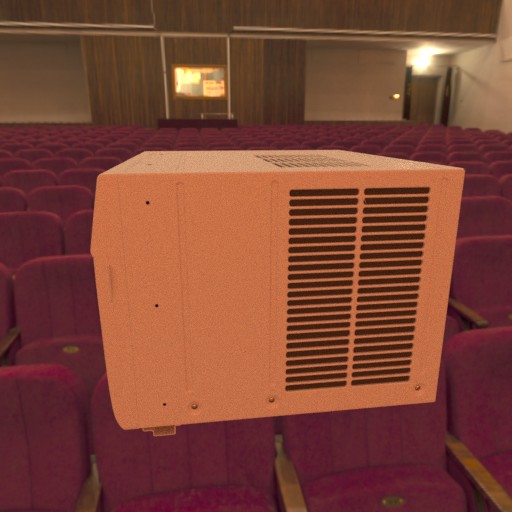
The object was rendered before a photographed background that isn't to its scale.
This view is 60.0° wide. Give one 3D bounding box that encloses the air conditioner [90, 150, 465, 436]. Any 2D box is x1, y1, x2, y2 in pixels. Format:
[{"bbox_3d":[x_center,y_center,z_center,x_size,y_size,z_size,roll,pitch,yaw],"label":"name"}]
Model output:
[{"bbox_3d":[0.000,0.000,1.044,0.599,0.455,0.645,-2,16,-8],"label":"air conditioner"}]
